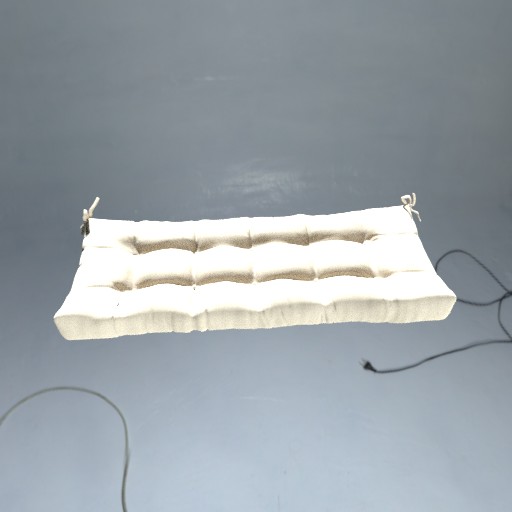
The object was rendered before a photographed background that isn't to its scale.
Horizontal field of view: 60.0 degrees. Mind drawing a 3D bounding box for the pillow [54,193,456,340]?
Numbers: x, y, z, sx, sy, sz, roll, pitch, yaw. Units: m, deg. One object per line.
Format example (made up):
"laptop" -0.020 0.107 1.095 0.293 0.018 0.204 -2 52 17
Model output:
"pillow" 0.000 0.000 1.411 1.194 0.174 0.511 -3 46 -3
